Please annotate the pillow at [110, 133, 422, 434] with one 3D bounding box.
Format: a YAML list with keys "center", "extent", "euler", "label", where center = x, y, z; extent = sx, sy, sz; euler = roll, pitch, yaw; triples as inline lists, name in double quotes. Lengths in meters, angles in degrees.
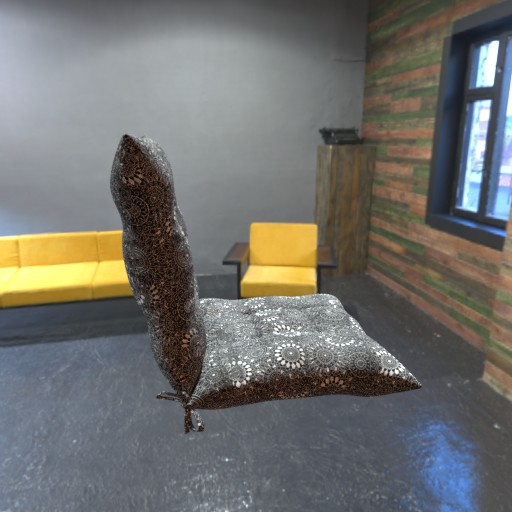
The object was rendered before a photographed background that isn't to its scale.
- center: [0.000, 0.000, 1.005]
  extent: [0.585, 0.536, 0.541]
  euler: [-3, 15, -10]
  label: "pillow"
